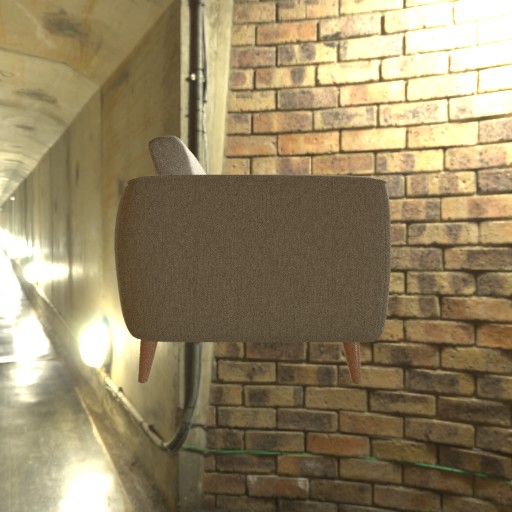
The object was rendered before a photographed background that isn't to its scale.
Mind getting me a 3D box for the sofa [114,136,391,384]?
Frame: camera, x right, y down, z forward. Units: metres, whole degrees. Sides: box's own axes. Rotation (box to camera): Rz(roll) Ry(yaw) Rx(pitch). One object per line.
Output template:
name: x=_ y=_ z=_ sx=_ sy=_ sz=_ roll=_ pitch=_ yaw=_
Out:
sofa: x=0.000 y=0.000 z=2.179 sx=0.920 sy=0.850 sz=1.700 roll=0 pitch=0 yaw=1
